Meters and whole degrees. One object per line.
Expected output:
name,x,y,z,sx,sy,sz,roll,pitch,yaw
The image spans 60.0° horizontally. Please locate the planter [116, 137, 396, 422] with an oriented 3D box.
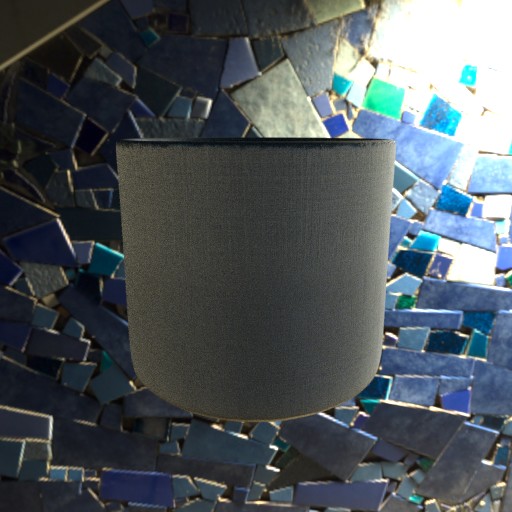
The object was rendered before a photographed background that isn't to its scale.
planter,0.000,0.000,0.392,0.226,0.201,0.226,0,16,0
